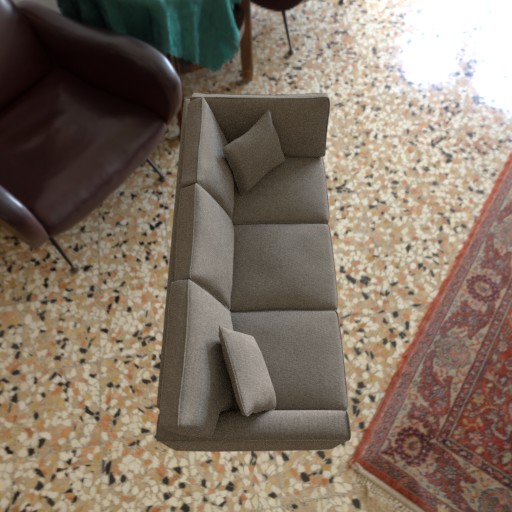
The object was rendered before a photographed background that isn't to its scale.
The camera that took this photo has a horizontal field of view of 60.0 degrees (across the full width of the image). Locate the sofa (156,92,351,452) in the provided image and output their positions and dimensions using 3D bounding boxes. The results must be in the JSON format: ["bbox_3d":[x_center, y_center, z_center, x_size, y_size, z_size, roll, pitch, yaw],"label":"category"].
[{"bbox_3d":[0.000,0.000,2.939,1.061,0.962,2.317,-1,62,0],"label":"sofa"}]
